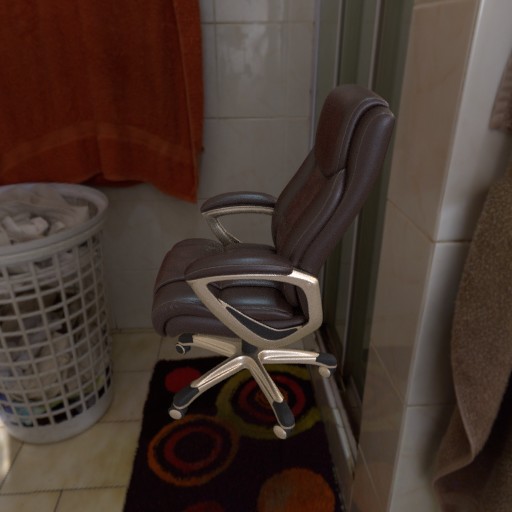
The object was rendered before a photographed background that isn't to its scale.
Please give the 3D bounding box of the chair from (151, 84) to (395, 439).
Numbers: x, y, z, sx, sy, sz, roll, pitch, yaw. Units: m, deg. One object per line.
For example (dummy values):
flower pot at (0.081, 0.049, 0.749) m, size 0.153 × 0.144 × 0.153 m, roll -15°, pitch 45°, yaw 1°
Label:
chair at (0.000, 0.000, 1.656) m, size 0.749 × 1.194 × 0.692 m, roll -1°, pitch 26°, yaw -1°
